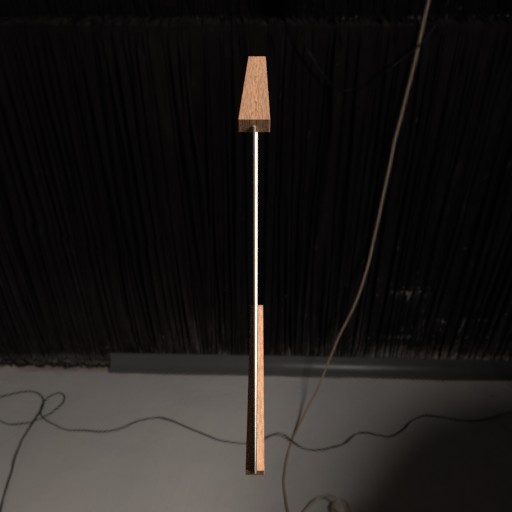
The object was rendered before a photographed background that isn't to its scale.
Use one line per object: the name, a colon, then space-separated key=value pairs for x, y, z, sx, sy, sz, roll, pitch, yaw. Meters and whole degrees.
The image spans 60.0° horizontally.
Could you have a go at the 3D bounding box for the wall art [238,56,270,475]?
wall art: x=0.000 y=0.000 z=0.699 sx=0.028 sy=0.527 sz=0.403 roll=0 pitch=31 yaw=0
